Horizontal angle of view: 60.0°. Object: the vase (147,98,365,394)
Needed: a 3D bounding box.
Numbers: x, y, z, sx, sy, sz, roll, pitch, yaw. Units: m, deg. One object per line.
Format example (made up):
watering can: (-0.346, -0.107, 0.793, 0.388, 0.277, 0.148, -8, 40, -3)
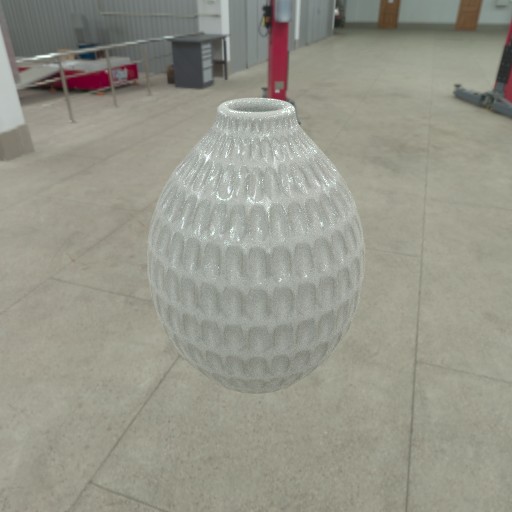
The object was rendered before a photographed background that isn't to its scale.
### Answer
vase: (0.000, 0.000, 0.337, 0.162, 0.223, 0.162, 0, 30, 0)
